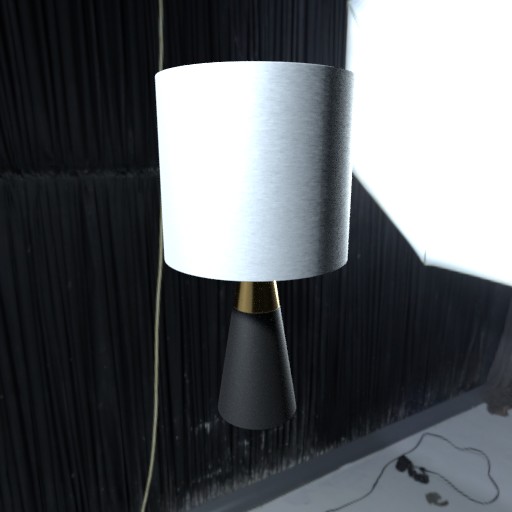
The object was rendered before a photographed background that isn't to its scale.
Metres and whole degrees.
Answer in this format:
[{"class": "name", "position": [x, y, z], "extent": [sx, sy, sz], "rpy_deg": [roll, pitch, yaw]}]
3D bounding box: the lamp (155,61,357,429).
[{"class": "lamp", "position": [0.000, 0.000, 0.762], "extent": [0.308, 0.580, 0.308], "rpy_deg": [-8, 16, -28]}]
